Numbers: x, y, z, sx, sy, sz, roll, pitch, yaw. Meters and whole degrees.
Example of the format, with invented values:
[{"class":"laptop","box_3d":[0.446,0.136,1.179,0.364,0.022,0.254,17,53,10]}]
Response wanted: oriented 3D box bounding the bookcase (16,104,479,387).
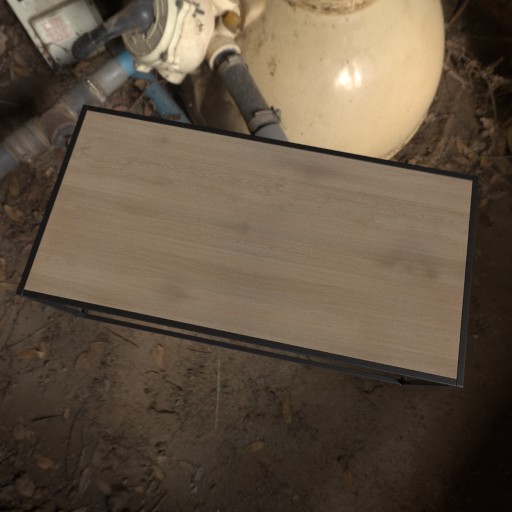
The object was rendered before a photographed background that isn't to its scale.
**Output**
[{"class":"bookcase","box_3d":[0.000,0.000,1.224,1.000,0.400,0.500,11,75,3]}]
